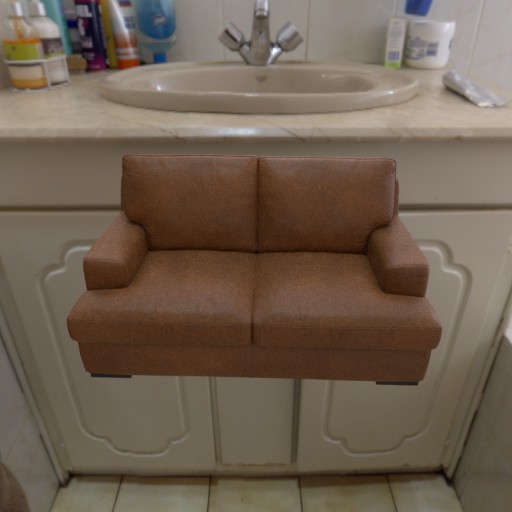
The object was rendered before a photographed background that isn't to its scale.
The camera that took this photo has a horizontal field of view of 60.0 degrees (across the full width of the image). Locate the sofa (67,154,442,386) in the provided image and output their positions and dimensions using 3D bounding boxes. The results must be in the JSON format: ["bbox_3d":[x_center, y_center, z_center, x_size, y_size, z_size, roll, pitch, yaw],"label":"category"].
[{"bbox_3d":[0.000,0.000,2.567,1.880,0.966,1.144,1,30,2],"label":"sofa"}]
